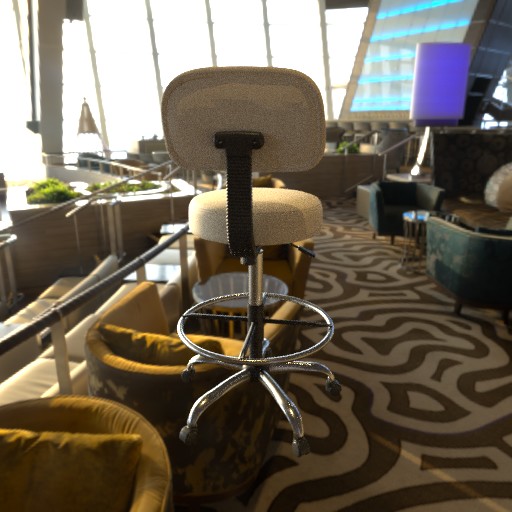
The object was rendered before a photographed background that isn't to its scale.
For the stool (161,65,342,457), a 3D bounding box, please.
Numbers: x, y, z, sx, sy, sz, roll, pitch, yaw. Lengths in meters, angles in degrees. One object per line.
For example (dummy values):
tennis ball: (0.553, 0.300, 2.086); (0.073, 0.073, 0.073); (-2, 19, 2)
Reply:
stool: (0.000, 0.000, 1.440); (0.609, 1.080, 0.616); (3, 17, 9)
